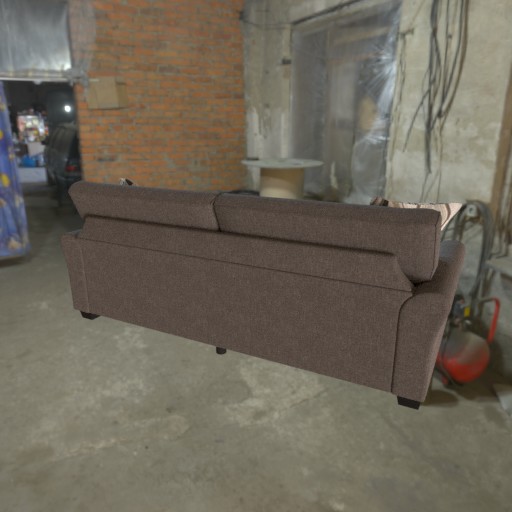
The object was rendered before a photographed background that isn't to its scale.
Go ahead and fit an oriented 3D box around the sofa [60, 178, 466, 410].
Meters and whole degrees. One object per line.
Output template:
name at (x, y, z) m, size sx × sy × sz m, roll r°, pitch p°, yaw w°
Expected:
sofa at (0.000, 0.000, 2.425) m, size 2.032 × 0.813 × 0.889 m, roll 9°, pitch 19°, yaw 27°
